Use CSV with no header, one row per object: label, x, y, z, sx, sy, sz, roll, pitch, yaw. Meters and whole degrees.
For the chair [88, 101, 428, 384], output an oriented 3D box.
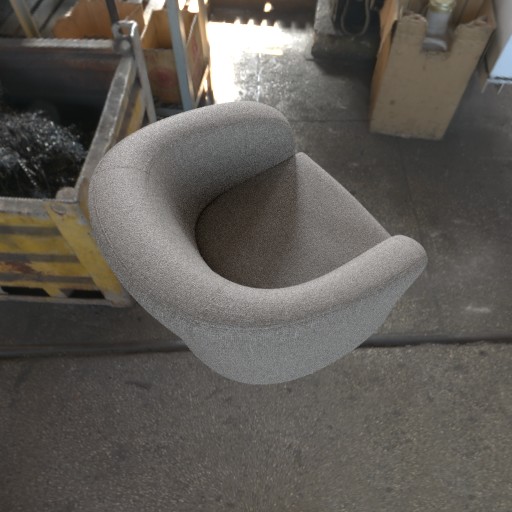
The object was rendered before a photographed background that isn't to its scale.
chair,0.000,0.000,1.415,0.815,0.771,0.791,-30,63,-17
